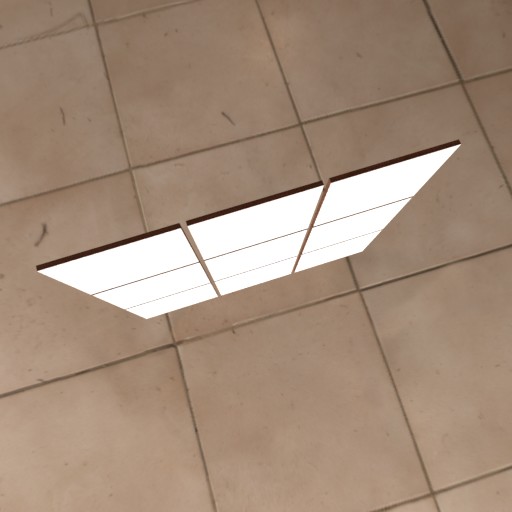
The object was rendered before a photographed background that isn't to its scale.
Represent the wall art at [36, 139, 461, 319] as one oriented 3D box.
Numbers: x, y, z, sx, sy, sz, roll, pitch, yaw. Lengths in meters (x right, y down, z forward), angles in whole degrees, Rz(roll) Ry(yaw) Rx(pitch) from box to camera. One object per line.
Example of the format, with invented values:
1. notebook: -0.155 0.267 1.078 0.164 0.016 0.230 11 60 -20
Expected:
1. wall art: 0.000 0.000 1.857 1.256 1.246 0.017 -17 77 -4
